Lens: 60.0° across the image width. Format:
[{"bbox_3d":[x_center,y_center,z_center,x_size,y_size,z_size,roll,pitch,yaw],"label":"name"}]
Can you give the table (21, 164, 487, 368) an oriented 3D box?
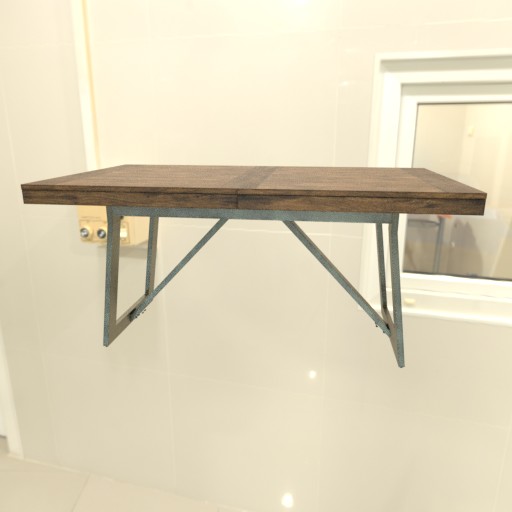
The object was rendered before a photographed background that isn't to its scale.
[{"bbox_3d":[0.000,0.000,2.090,1.641,0.757,0.931,2,16,8],"label":"table"}]
